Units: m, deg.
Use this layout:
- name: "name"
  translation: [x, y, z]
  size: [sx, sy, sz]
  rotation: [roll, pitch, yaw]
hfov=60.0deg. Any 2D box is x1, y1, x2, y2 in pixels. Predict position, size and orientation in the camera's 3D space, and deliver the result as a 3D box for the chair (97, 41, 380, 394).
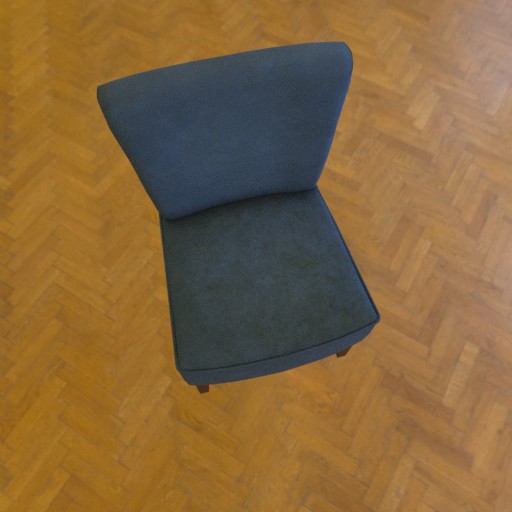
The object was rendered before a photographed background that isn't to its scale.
- name: "chair"
  translation: [0.000, 0.000, 1.144]
  size: [0.521, 0.806, 0.551]
  rotation: [-13, 65, -6]
